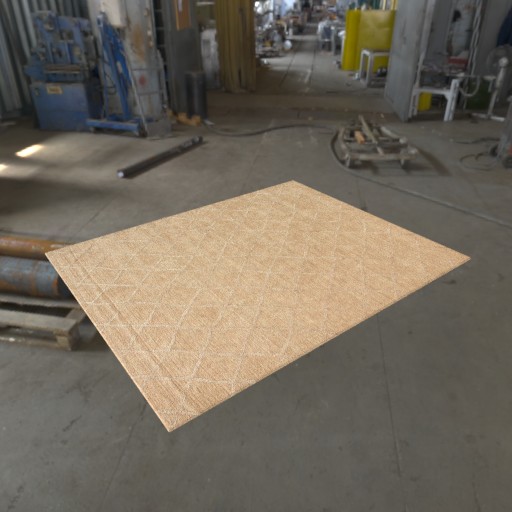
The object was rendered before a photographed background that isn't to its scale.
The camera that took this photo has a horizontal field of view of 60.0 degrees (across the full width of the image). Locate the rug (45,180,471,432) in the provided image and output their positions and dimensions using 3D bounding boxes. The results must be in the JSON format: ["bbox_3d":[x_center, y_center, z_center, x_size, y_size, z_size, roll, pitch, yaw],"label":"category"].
[{"bbox_3d":[0.000,0.000,4.041,3.039,0.019,2.420,-21,37,-31],"label":"rug"}]
